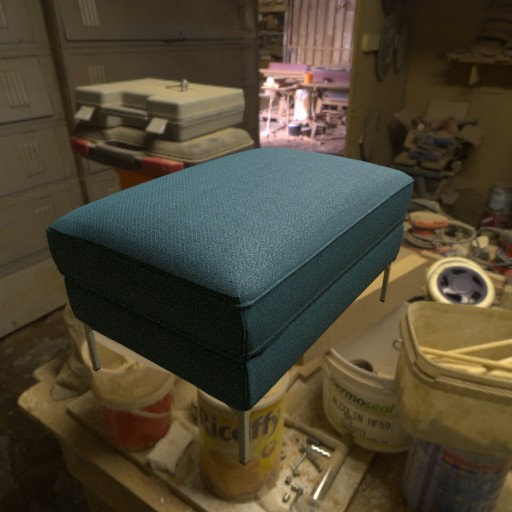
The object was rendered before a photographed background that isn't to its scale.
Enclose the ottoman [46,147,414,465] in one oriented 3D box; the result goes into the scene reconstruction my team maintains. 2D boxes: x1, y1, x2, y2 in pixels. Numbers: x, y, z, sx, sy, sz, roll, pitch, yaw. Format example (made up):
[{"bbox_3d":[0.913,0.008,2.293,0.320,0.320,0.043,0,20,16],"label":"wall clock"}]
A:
[{"bbox_3d":[0.000,0.000,1.207,0.563,0.498,0.856,18,32,31],"label":"ottoman"}]
